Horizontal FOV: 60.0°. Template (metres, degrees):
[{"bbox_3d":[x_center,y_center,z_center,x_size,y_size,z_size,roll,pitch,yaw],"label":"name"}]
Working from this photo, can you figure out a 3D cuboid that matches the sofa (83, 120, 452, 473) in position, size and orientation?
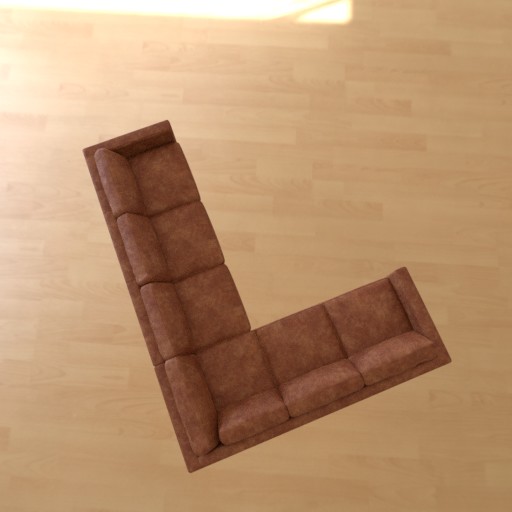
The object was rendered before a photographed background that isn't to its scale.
[{"bbox_3d":[0.000,0.000,4.361,2.438,0.838,3.150,-21,77,-5],"label":"sofa"}]
